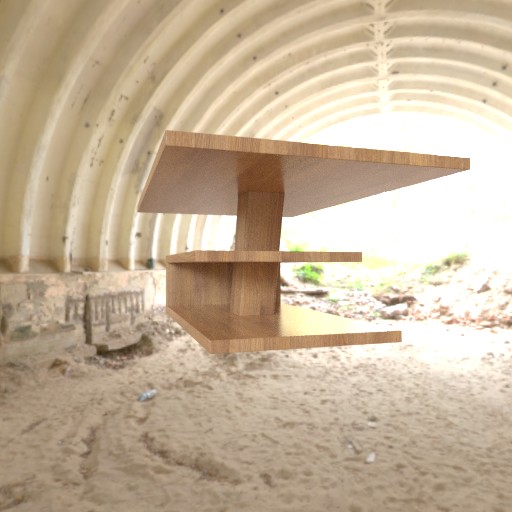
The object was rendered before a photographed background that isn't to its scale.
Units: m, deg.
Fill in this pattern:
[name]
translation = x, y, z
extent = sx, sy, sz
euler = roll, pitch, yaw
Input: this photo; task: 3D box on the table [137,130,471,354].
[table]
translation = 0.000, 0.000, 1.445
extent = 0.700, 0.442, 1.100
euler = 0, -1, -18
